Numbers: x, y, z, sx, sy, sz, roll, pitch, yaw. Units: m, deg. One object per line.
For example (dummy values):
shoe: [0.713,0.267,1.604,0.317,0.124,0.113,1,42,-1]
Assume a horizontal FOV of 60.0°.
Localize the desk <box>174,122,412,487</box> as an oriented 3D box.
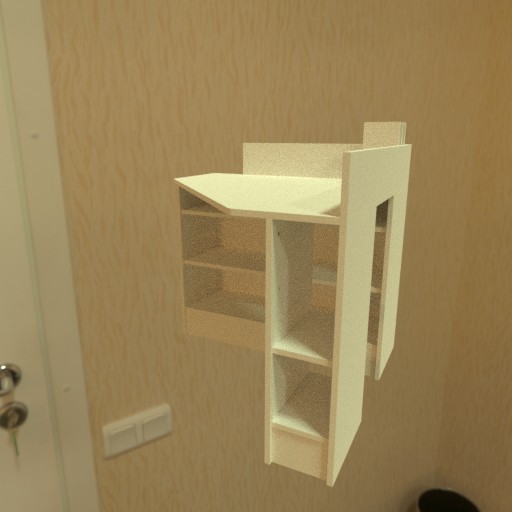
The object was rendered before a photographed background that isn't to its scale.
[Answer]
desk: [0.000,0.000,1.699,0.940,0.986,0.940,7,17,26]
